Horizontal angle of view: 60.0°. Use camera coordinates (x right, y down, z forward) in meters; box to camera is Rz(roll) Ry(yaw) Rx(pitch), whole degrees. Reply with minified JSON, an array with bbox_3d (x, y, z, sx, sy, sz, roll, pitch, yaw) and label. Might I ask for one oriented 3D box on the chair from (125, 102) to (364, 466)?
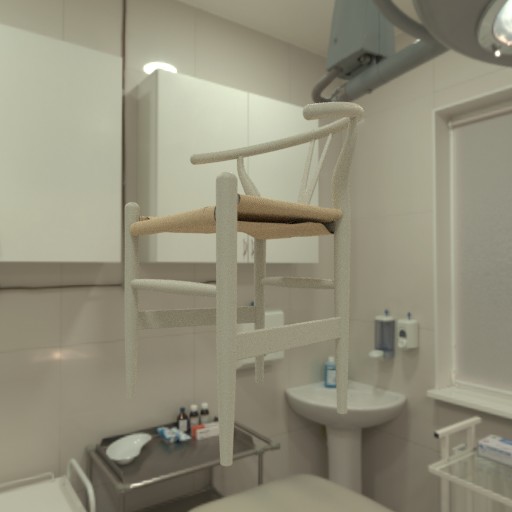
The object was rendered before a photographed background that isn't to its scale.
[{"bbox_3d":[0.000,0.000,1.103,0.500,0.736,0.533,1,-1,-36],"label":"chair"}]
